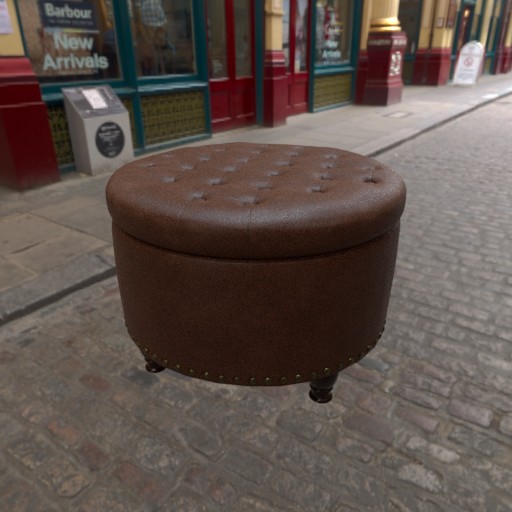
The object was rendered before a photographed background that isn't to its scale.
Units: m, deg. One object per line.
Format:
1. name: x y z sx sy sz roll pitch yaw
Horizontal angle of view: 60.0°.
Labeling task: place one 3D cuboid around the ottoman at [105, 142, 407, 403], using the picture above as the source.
1. ottoman: 0.000 0.000 1.056 0.637 0.442 0.637 0 25 0
